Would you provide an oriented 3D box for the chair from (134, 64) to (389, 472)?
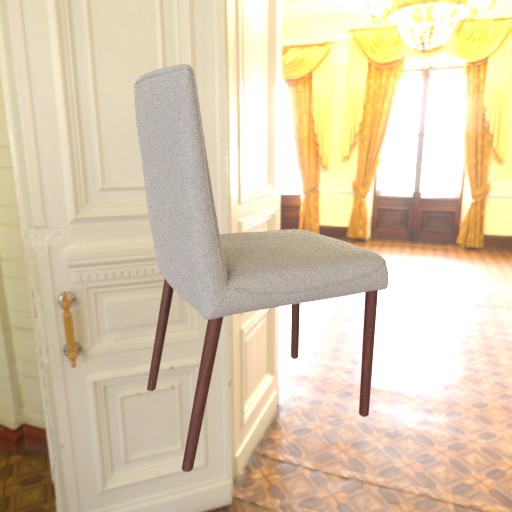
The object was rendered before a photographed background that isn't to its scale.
[{"bbox_3d":[0.000,0.000,1.171,0.570,0.859,0.456,-6,15,-24],"label":"chair"}]
